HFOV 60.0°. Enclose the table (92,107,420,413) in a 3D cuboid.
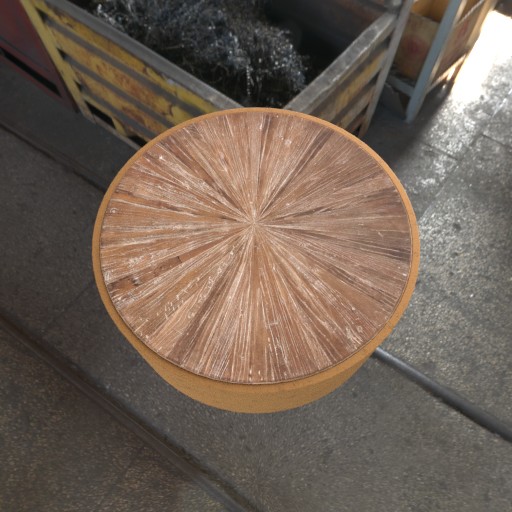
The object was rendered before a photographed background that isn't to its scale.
[{"bbox_3d":[0.000,0.000,1.547,1.001,0.409,1.001,0,63,0],"label":"table"}]
